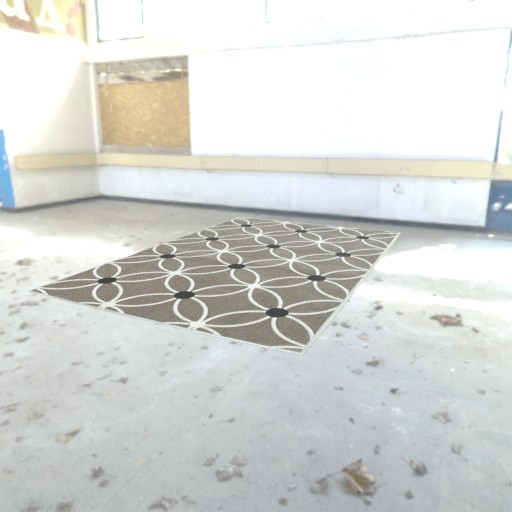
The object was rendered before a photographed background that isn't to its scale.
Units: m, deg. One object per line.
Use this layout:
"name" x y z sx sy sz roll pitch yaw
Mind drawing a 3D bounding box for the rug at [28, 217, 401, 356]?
"rug" 0.000 0.000 2.942 1.522 0.008 2.284 8 18 25
